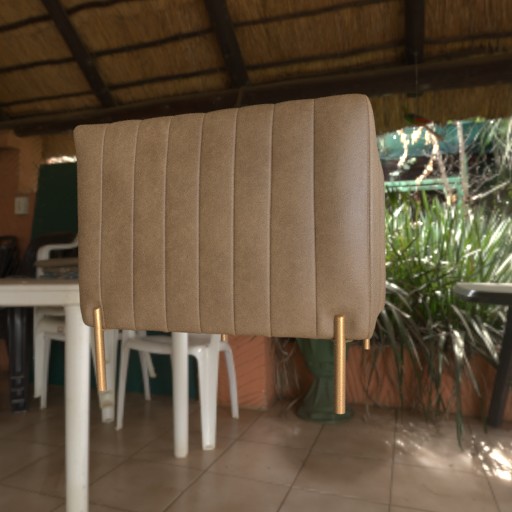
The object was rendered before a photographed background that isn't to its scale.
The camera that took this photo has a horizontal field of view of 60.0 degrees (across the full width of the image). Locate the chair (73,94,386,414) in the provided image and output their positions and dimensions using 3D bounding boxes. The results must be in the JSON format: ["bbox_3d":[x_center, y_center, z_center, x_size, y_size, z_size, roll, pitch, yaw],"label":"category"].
[{"bbox_3d":[0.000,0.000,1.598,0.876,0.779,0.981,-1,-2,18],"label":"chair"}]
